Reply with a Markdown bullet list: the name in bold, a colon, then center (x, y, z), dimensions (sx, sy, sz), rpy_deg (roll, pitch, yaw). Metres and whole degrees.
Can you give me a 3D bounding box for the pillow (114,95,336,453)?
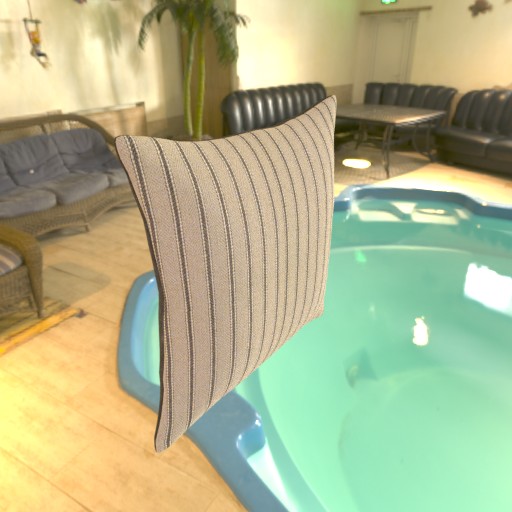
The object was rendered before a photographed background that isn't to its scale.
- **pillow**: center (0.000, 0.000, 0.697), dimensions (0.138, 0.444, 0.468), rpy_deg (18, 30, 33)
